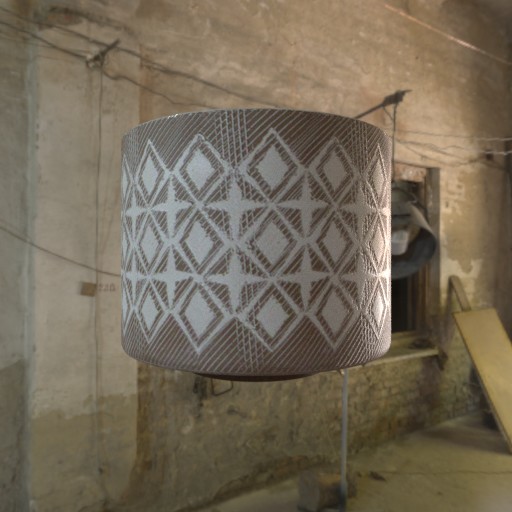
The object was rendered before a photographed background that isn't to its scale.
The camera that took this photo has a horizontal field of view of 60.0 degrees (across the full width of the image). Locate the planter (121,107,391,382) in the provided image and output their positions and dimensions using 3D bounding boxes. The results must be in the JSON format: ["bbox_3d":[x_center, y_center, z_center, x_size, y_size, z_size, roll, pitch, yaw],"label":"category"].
[{"bbox_3d":[0.000,0.000,0.217,0.126,0.104,0.126,0,0,0],"label":"planter"}]
